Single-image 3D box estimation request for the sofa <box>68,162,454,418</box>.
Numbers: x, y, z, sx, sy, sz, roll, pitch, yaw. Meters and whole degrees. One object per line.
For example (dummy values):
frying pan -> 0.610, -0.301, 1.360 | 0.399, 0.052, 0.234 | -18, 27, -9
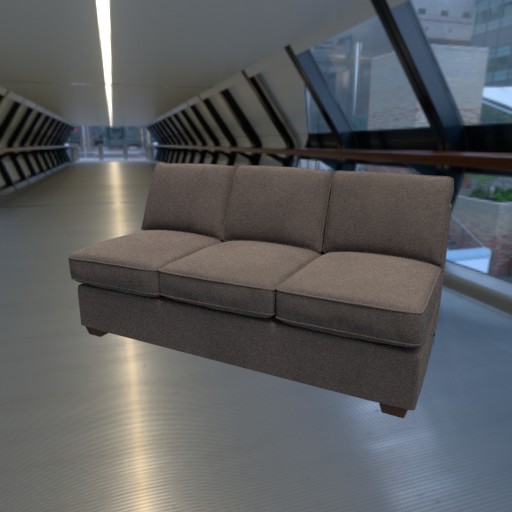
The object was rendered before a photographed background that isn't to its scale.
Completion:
sofa -> 0.000, 0.000, 2.533 | 1.962, 0.973, 1.027 | 8, 17, 26
